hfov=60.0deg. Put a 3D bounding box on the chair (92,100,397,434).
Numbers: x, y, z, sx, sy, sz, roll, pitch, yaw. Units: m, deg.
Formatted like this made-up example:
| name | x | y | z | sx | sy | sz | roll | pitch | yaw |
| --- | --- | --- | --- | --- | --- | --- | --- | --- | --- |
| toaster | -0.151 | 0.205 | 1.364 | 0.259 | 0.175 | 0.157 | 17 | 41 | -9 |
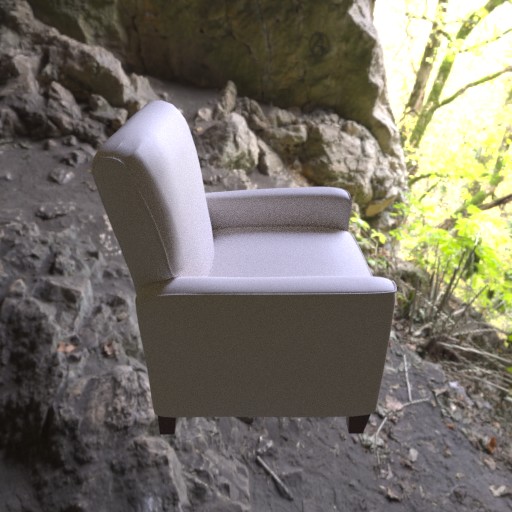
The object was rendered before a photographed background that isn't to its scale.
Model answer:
| name | x | y | z | sx | sy | sz | roll | pitch | yaw |
| --- | --- | --- | --- | --- | --- | --- | --- | --- | --- |
| chair | 0.000 | 0.000 | 1.635 | 0.858 | 1.028 | 0.841 | 0 | 30 | 0 |
